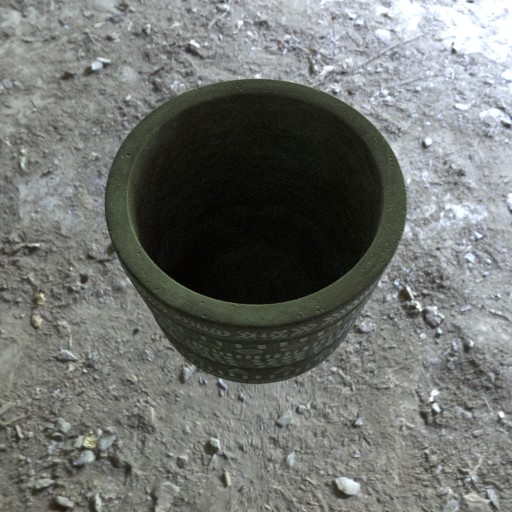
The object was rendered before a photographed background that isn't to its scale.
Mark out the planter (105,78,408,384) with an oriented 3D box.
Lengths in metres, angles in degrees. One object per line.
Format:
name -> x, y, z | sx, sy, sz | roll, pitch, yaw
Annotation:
planter -> 0.000, 0.000, 0.273 | 0.142, 0.149, 0.142 | 0, 63, 0
